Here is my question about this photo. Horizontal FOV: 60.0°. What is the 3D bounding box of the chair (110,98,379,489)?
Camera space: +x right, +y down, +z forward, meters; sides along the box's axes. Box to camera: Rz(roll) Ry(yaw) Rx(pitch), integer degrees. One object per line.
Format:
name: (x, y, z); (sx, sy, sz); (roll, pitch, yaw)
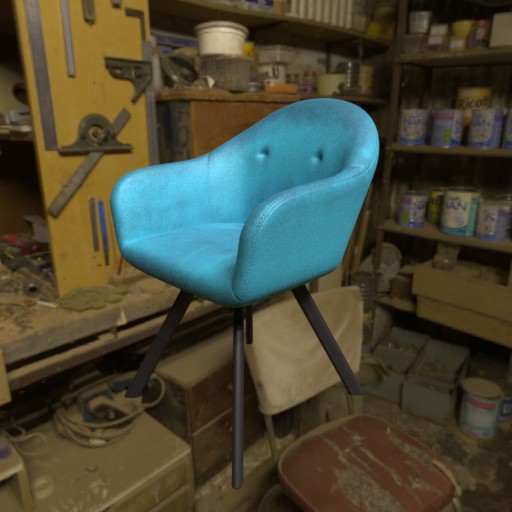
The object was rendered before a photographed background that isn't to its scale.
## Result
chair: (0.000, 0.000, 1.139); (0.570, 0.780, 0.540); (-16, 23, -42)
